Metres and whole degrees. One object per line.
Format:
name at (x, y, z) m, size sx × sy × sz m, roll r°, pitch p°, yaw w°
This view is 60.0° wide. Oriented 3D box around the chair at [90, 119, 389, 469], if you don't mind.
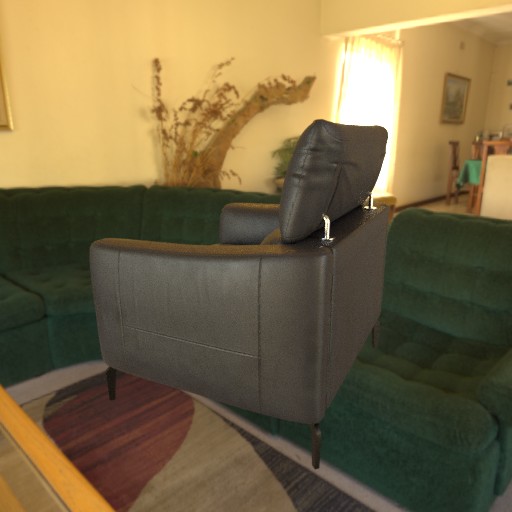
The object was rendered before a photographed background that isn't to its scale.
chair at (0.000, 0.000, 1.655) m, size 0.809 × 0.949 × 0.976 m, roll 7°, pitch 17°, yaw 25°
